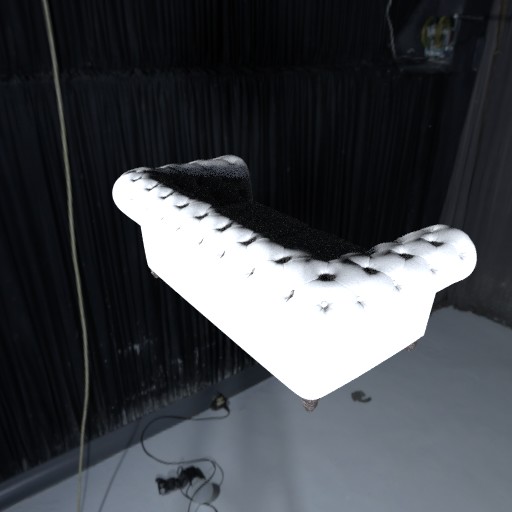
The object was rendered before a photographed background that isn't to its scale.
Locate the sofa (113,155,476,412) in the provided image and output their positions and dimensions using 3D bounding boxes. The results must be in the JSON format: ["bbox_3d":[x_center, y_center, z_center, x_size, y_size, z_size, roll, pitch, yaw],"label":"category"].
[{"bbox_3d":[0.000,0.000,2.511,0.986,0.764,1.998,-18,31,-33],"label":"sofa"}]
